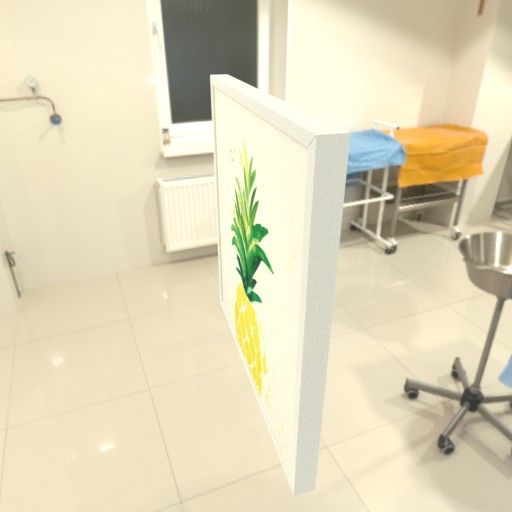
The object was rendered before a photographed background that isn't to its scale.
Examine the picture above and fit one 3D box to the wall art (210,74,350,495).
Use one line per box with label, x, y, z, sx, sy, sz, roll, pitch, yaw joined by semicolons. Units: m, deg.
wall art;0.000;0.000;0.442;0.020;0.307;0.307;-8;29;-14
